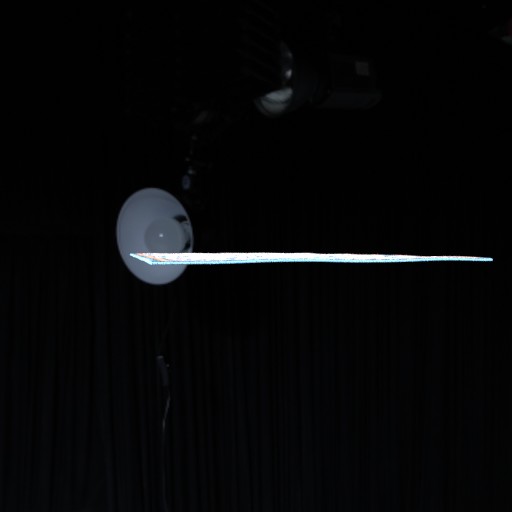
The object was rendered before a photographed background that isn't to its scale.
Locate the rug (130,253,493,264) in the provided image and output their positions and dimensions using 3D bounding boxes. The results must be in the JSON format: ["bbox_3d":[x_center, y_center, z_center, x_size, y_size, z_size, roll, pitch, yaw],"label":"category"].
[{"bbox_3d":[0.000,0.000,2.266,1.195,0.014,1.847,0,1,-18],"label":"rug"}]
